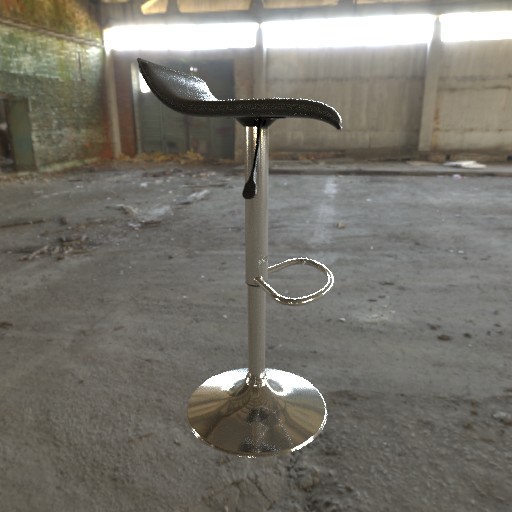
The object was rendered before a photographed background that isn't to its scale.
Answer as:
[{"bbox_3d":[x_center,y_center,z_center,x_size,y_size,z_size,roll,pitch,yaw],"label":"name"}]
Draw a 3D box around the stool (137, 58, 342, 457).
[{"bbox_3d":[0.000,0.000,1.077,0.381,0.851,0.381,3,17,10],"label":"stool"}]
